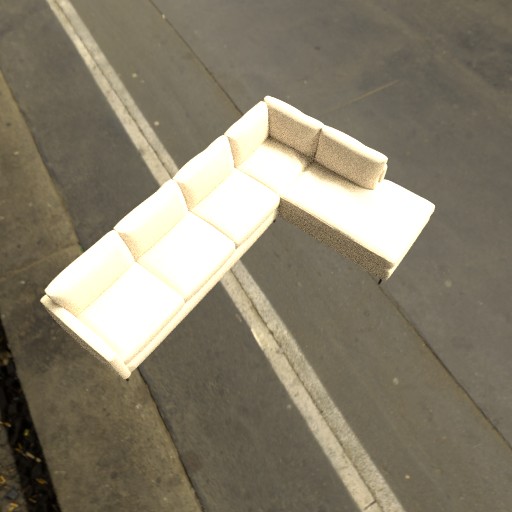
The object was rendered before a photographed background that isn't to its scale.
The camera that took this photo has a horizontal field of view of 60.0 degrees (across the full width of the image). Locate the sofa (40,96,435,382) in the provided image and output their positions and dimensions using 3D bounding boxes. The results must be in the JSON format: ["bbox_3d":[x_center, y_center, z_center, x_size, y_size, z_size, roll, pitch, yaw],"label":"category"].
[{"bbox_3d":[0.000,0.000,3.859,2.007,0.815,2.949,34,65,19],"label":"sofa"}]
